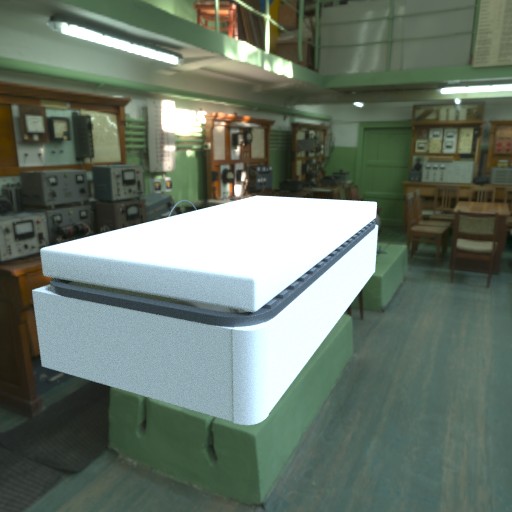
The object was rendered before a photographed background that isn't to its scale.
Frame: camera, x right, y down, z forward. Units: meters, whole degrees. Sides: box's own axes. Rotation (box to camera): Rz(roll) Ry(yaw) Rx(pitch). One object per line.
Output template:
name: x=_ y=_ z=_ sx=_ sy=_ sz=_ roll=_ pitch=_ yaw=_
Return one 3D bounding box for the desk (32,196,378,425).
desk: x=0.000 y=0.000 z=2.259 sx=0.900 sy=0.526 sz=1.900 roll=7 pitch=16 yaw=24
